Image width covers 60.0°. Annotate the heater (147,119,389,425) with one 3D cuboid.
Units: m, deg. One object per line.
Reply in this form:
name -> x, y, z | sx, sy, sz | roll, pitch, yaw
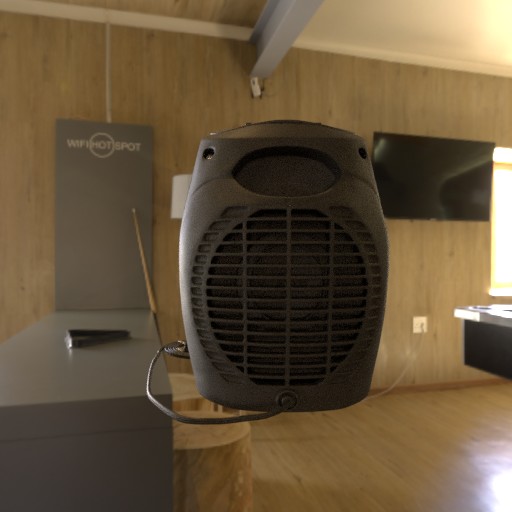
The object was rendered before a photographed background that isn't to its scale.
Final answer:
heater -> 0.000, 0.000, 0.458 | 0.239, 0.240, 0.291 | 0, 0, 0
